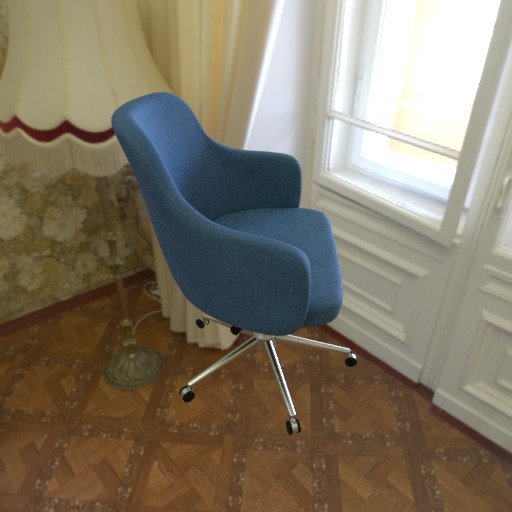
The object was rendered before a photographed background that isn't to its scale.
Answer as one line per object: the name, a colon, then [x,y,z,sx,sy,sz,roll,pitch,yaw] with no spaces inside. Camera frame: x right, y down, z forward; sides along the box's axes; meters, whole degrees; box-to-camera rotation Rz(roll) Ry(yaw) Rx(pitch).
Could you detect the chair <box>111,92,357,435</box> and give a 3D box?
chair: [0.000,0.000,1.247,0.655,0.820,0.599,2,33,3]
